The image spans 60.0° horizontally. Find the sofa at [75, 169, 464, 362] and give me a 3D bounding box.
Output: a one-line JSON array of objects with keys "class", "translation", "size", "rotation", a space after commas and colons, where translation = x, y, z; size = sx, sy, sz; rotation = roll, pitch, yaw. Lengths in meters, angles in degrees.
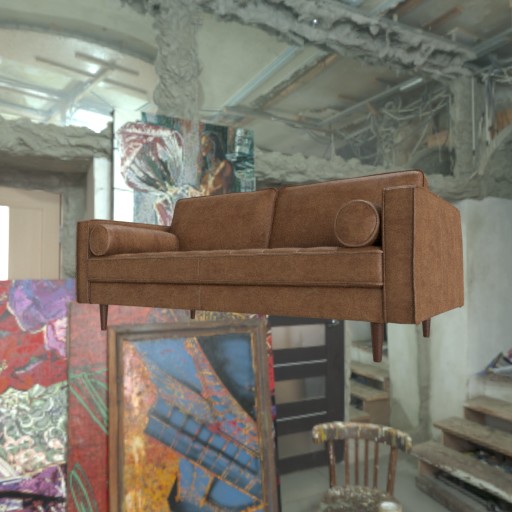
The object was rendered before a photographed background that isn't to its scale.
[{"class": "sofa", "translation": [0.000, 0.000, 2.371], "size": [1.920, 0.825, 0.924], "rotation": [-1, -3, 34]}]
